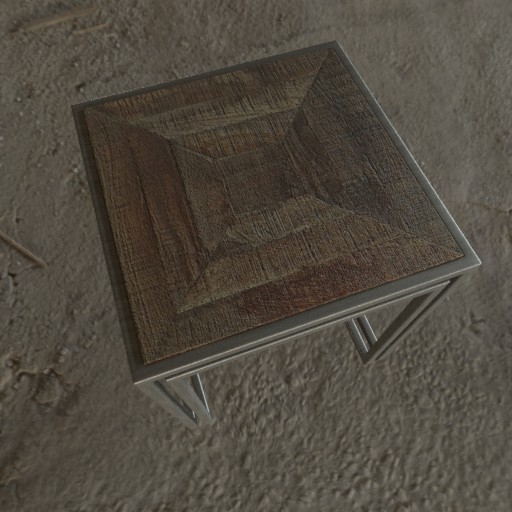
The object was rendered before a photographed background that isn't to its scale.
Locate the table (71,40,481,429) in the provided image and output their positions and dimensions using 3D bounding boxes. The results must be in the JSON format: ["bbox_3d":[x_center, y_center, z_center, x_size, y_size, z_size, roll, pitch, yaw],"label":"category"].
[{"bbox_3d":[0.000,0.000,0.843,0.450,0.500,0.449,-18,64,-9],"label":"table"}]
